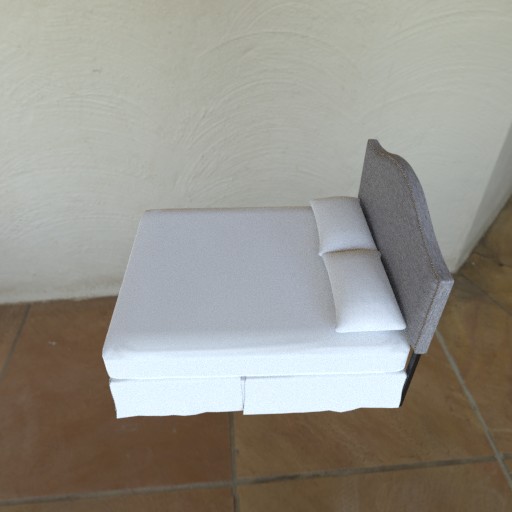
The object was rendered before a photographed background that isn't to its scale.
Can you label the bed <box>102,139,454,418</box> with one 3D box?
[{"bbox_3d":[0.000,0.000,3.017,1.870,1.295,1.610,-1,40,-1],"label":"bed"}]
